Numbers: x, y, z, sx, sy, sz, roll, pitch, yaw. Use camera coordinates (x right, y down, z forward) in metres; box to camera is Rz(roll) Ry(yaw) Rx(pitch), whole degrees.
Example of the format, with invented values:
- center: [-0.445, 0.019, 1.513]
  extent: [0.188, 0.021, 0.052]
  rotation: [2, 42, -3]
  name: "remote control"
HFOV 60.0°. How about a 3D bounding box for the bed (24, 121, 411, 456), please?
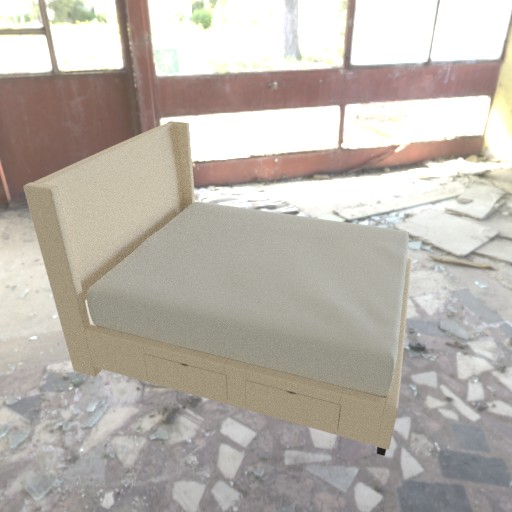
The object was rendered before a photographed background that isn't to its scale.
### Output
- center: [0.000, 0.000, 3.345]
  extent: [2.280, 1.471, 1.765]
  rotation: [10, 31, 17]
  name: "bed"
